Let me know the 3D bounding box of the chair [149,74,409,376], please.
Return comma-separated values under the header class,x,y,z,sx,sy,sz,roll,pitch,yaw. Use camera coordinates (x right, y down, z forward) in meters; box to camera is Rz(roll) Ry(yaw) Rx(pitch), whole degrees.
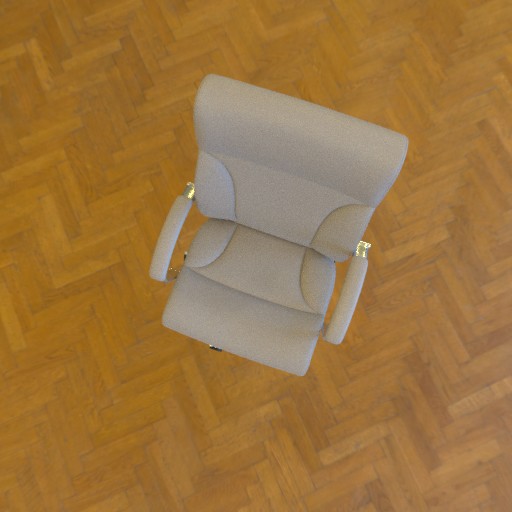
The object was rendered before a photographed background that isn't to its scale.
class,x,y,z,sx,sy,sz,roll,pitch,yaw
chair,0.000,0.000,1.600,0.727,1.099,0.745,19,78,4
